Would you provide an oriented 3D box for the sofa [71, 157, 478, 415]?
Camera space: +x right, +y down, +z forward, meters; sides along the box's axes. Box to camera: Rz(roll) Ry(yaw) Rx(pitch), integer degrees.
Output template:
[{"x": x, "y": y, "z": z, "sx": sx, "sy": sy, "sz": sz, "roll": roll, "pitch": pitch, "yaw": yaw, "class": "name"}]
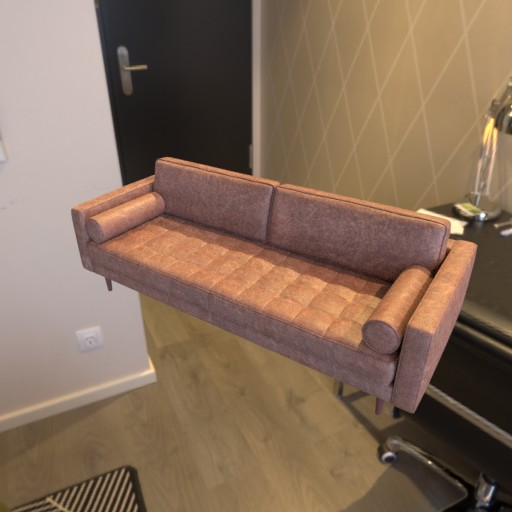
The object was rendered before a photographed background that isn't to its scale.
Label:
[{"x": 0.000, "y": 0.000, "z": 2.605, "sx": 2.210, "sy": 0.762, "sz": 0.914, "roll": 18, "pitch": 34, "yaw": 29, "class": "sofa"}]
